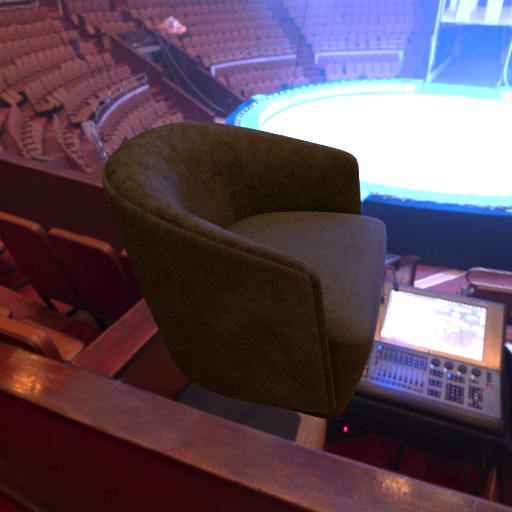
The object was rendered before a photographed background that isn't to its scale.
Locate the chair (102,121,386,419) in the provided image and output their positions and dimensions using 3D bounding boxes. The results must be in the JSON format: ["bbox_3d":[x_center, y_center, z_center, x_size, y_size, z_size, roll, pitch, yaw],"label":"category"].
[{"bbox_3d":[0.000,0.000,1.367,0.767,0.698,0.773,9,33,15],"label":"chair"}]
